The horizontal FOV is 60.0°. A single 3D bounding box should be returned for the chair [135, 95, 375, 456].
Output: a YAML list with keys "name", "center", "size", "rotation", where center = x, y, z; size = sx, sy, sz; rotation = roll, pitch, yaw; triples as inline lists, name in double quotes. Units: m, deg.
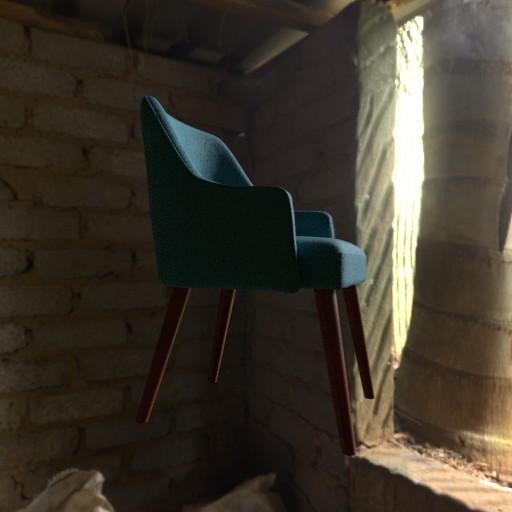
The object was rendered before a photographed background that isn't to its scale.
- name: "chair"
  center: [0.000, 0.000, 1.244]
  size: [0.605, 0.849, 0.548]
  rotation: [0, -1, 20]
